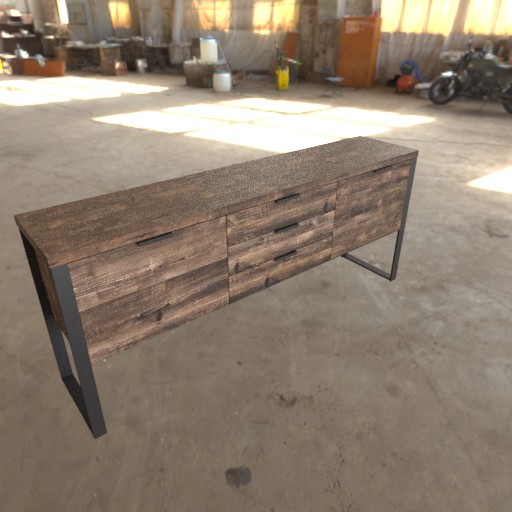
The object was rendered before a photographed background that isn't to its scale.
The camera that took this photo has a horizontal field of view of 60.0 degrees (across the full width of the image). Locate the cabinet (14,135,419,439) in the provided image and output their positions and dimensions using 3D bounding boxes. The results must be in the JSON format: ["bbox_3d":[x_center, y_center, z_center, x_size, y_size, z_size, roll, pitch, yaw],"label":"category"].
[{"bbox_3d":[0.000,0.000,2.052,1.800,0.762,0.395,-21,35,-33],"label":"cabinet"}]
